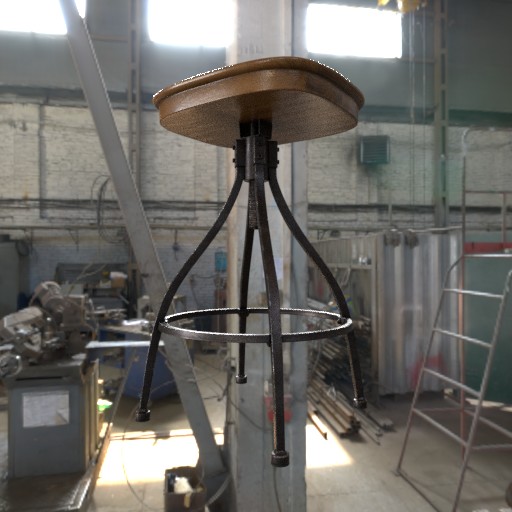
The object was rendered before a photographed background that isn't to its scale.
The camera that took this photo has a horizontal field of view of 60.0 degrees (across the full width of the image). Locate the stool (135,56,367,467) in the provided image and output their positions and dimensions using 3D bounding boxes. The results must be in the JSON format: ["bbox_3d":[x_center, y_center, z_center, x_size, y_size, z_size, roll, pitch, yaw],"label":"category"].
[{"bbox_3d":[0.000,0.000,0.981,0.432,0.694,0.424,0,0,35],"label":"stool"}]
